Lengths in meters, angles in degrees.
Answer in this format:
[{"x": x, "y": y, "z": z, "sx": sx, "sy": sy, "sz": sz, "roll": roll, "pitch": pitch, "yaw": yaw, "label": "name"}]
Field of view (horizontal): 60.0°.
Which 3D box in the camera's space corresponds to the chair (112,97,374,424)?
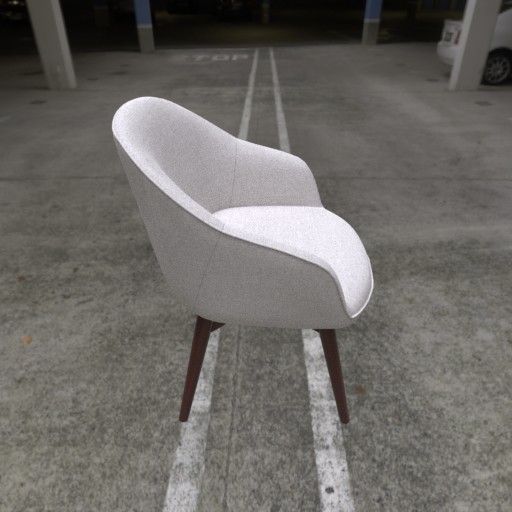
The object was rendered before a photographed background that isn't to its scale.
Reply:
[{"x": 0.000, "y": 0.000, "z": 1.245, "sx": 0.635, "sy": 0.823, "sz": 0.596, "roll": 0, "pitch": 33, "yaw": 1, "label": "chair"}]
